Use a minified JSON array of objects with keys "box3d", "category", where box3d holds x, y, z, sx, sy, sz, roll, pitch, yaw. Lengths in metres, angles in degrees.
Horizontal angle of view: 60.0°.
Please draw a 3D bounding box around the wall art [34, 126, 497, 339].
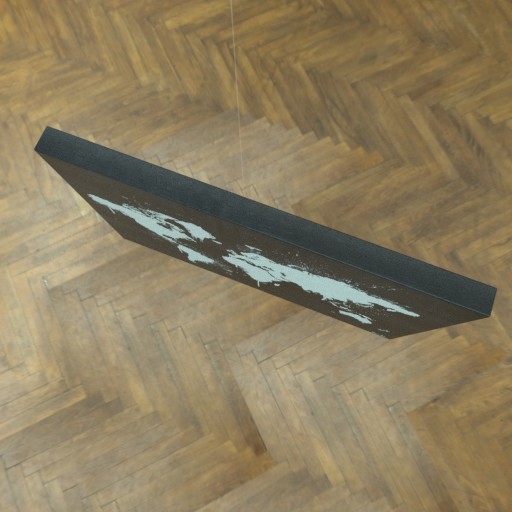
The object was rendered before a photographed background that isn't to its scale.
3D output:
[{"box3d":[0.000,0.000,0.753,0.610,0.409,0.038,20,77,5],"category":"wall art"}]
